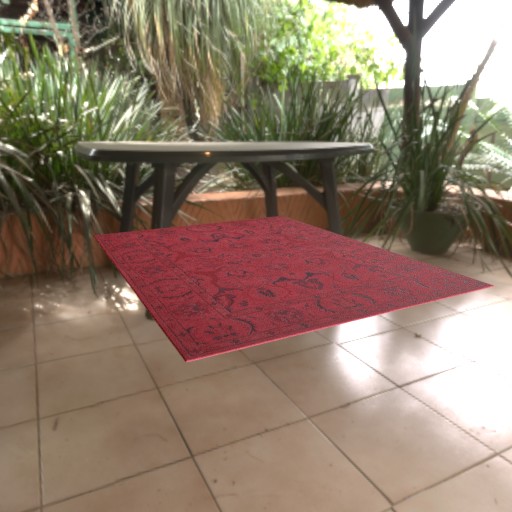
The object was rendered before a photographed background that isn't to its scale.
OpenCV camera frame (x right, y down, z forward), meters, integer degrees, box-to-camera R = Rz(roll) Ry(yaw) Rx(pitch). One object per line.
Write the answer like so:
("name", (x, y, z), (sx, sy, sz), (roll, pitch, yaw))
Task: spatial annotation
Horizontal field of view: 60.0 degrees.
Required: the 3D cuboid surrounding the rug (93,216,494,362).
("rug", (0.000, 0.000, 3.890), (2.300, 0.012, 2.929), (-8, 18, -26))
